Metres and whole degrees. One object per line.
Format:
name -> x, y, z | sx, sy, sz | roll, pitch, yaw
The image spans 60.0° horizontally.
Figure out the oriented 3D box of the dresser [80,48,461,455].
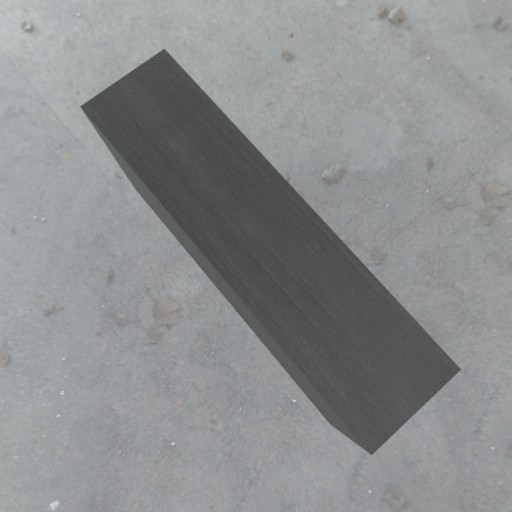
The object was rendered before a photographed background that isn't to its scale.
dresser -> 0.000, 0.000, 1.938 | 0.400, 0.795, 1.590 | -39, 79, -9
